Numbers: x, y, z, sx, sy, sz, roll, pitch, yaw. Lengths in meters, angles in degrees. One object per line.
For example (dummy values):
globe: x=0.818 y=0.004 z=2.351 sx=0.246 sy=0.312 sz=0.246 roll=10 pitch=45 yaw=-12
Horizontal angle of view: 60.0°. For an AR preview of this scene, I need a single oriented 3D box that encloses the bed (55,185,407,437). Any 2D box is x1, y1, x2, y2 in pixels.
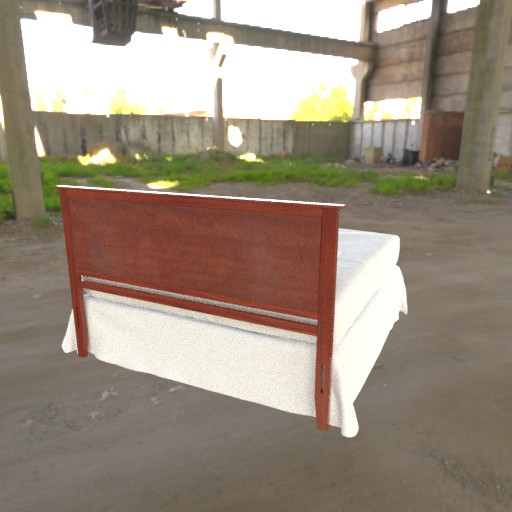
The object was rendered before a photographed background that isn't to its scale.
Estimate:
bed: x=0.000 y=0.000 z=3.688 sx=2.314 sy=1.271 sz=2.219 roll=8 pitch=17 yaw=26
